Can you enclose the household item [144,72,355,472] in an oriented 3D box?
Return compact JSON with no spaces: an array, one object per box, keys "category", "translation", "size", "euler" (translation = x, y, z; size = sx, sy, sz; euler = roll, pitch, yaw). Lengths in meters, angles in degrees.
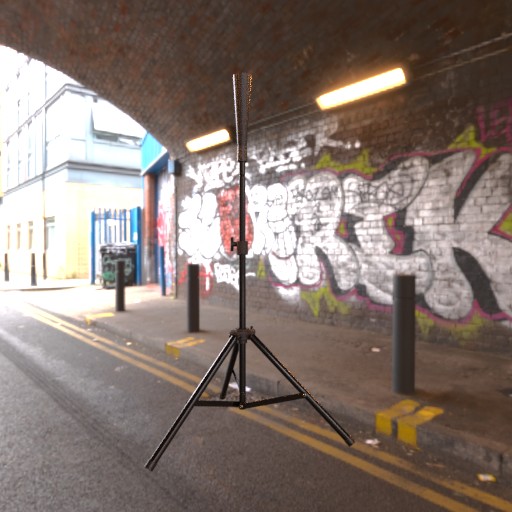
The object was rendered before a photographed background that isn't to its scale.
[{"category":"household item","translation":[0.000,0.000,1.361],"size":[0.559,1.067,0.559],"euler":[0,1,0]}]
